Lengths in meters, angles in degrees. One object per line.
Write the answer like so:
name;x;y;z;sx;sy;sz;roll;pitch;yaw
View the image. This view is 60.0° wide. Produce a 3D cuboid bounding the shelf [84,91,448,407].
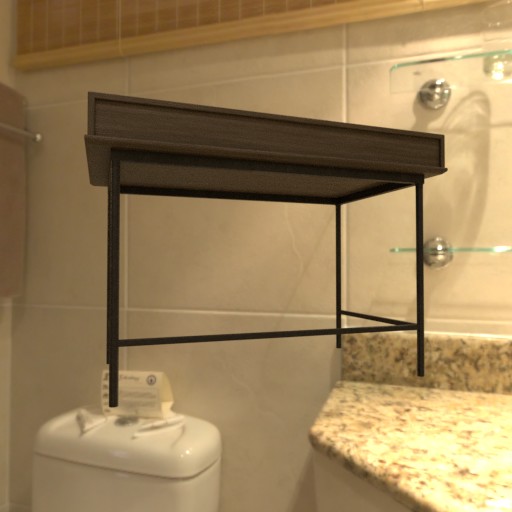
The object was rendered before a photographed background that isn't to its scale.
shelf;0.000;0.000;1.700;1.212;0.865;0.685;0;-1;-19
